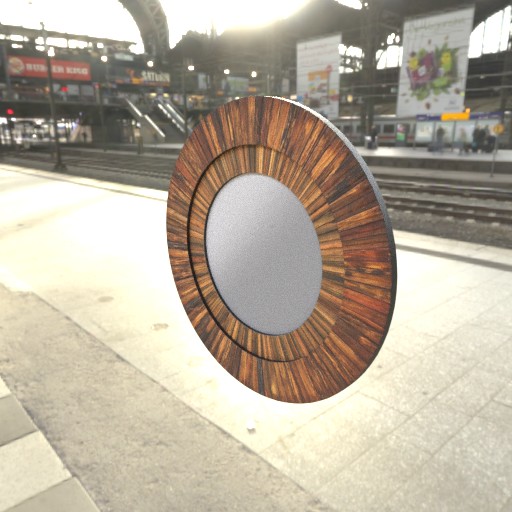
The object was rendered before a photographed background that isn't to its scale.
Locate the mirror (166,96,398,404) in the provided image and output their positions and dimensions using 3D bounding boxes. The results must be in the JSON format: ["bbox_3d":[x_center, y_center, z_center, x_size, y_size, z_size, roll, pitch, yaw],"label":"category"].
[{"bbox_3d":[0.000,0.000,1.587,1.077,1.077,0.036,15,21,43],"label":"mirror"}]
